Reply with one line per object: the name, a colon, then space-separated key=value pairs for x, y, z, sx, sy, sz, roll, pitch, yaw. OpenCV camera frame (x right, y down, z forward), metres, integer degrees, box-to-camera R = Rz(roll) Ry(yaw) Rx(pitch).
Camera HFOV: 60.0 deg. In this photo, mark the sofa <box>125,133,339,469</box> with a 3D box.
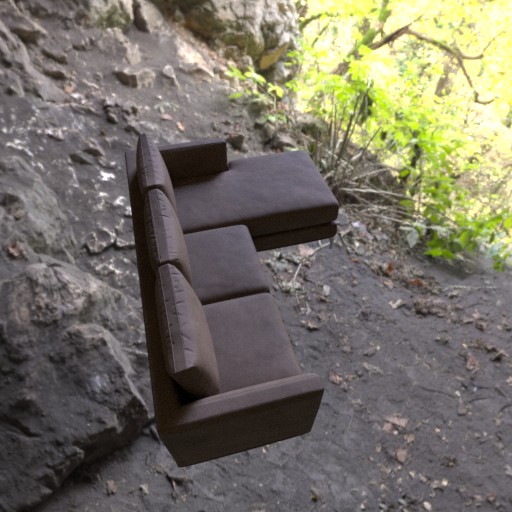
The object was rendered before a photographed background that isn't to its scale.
sofa: x=0.000 y=0.000 z=3.209 sx=1.622 sy=0.987 sz=2.438 roll=-11 pitch=48 yaw=-10
